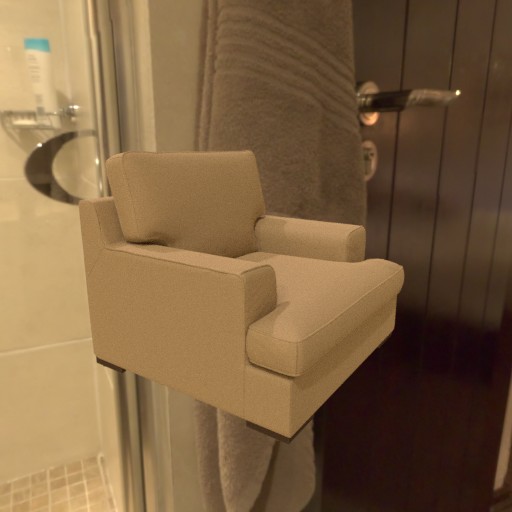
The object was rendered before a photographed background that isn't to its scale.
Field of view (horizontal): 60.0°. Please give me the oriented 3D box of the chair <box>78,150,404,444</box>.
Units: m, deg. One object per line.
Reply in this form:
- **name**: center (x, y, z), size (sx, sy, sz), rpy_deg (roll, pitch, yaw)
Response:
- **chair**: center (0.000, 0.000, 2.174), size (1.274, 1.005, 1.293), rpy_deg (7, 16, 26)
